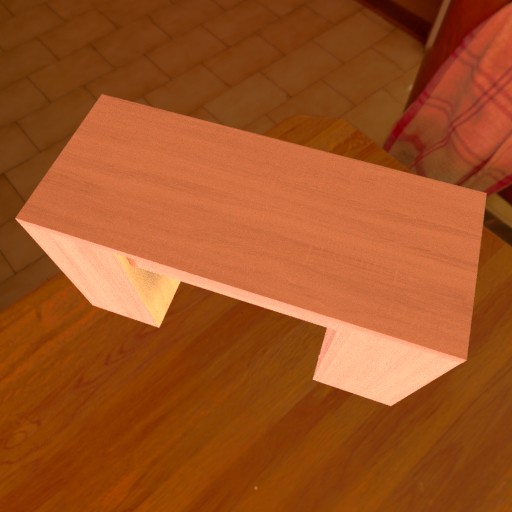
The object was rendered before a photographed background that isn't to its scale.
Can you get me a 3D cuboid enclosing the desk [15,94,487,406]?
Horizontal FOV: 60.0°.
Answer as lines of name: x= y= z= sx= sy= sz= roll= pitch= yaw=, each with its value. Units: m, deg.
desk: x=0.000 y=0.000 z=1.739 sx=1.390 sy=0.740 sz=0.600 roll=17 pitch=64 yaw=9
